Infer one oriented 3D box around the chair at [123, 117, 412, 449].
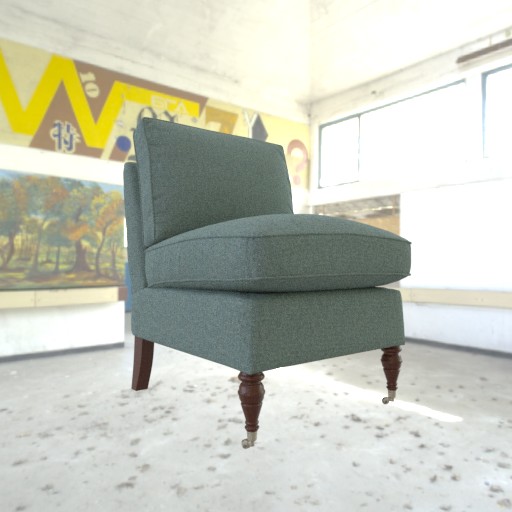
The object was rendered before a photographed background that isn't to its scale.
[{"bbox_3d":[0.000,0.000,1.431,0.624,0.901,0.796,1,-1,-38],"label":"chair"}]
